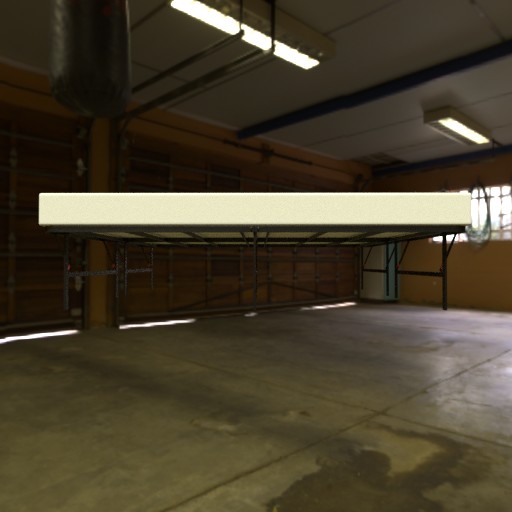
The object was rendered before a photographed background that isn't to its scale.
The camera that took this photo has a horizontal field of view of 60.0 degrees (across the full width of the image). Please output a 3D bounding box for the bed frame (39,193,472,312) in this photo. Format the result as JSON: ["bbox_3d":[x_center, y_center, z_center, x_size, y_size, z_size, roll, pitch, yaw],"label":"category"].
[{"bbox_3d":[0.000,0.000,3.039,2.032,0.559,1.930,0,-1,0],"label":"bed frame"}]
